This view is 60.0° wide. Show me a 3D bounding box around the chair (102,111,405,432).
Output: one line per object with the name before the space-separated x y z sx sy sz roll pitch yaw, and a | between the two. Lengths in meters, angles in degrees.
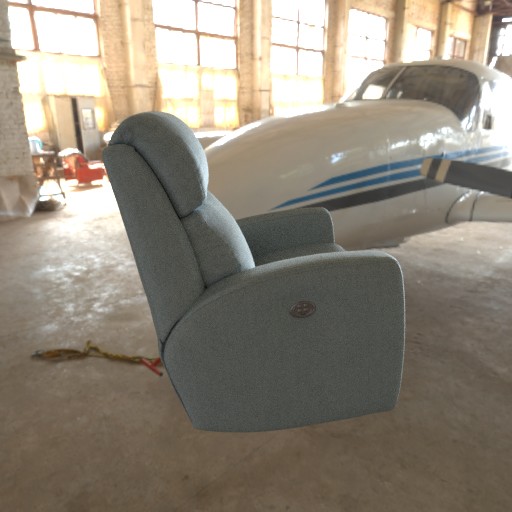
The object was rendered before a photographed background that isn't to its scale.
chair | 0.000 0.000 1.638 0.940 1.016 0.794 -3 18 -9
